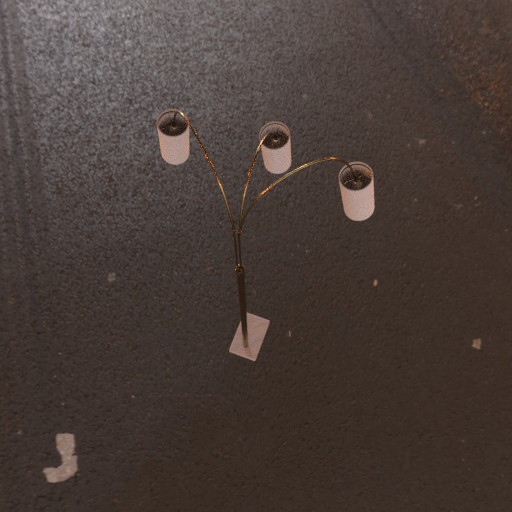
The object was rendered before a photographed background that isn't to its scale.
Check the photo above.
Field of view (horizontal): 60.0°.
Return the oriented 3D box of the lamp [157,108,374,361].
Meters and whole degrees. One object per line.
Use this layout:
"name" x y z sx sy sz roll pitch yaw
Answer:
"lamp" 0.000 0.000 2.508 1.020 2.055 0.667 18 65 9
